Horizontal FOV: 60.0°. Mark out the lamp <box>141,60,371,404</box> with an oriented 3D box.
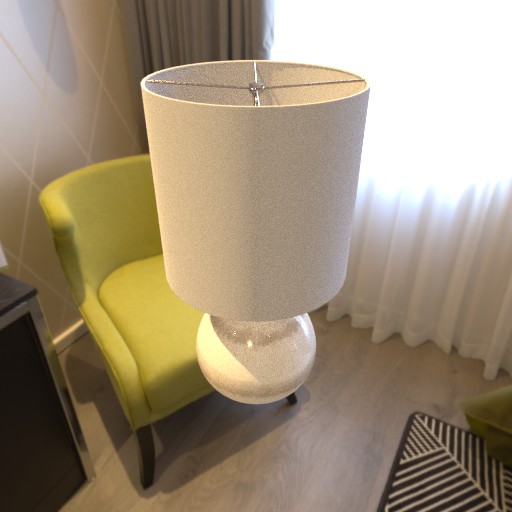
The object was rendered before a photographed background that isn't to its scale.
[{"bbox_3d":[0.000,0.000,0.534,0.217,0.404,0.217,-1,32,-1],"label":"lamp"}]
